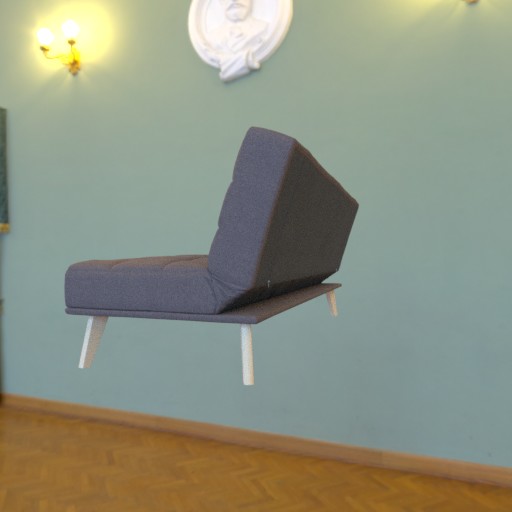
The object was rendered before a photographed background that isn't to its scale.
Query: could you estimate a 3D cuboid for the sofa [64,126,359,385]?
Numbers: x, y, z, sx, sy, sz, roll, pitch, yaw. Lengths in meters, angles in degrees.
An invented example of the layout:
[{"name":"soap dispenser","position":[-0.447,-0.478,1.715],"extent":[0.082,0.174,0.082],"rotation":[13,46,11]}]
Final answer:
[{"name":"sofa","position":[0.000,0.000,2.290],"extent":[0.860,0.810,1.800],"rotation":[0,0,19]}]
